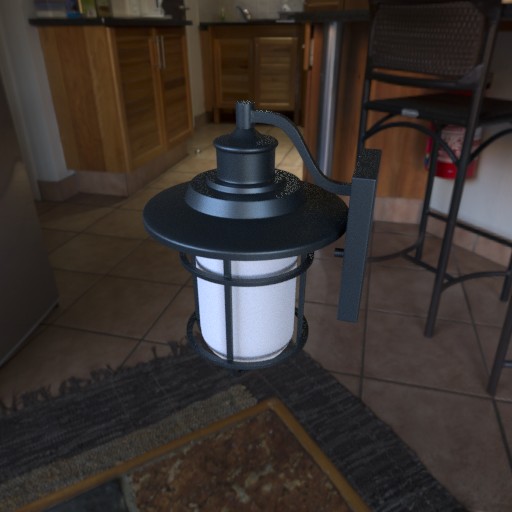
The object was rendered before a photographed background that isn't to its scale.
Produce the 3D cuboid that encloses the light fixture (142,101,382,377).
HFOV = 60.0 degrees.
[{"bbox_3d":[0.000,0.000,0.522,0.252,0.345,0.222,8,29,15],"label":"light fixture"}]
